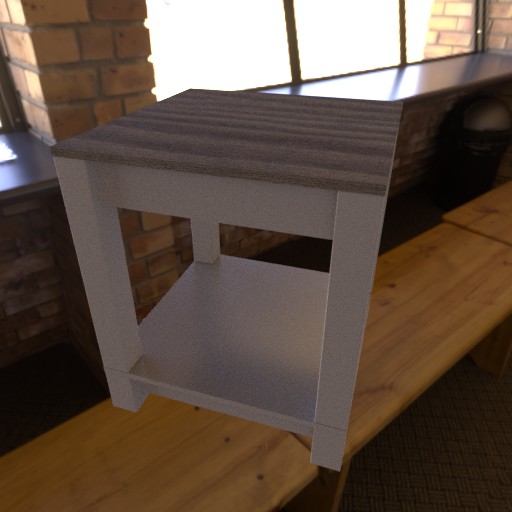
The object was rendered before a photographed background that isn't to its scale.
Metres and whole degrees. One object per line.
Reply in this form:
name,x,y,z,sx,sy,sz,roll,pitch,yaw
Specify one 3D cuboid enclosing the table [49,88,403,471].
table,0.000,0.000,0.973,0.506,0.587,0.504,10,32,15
